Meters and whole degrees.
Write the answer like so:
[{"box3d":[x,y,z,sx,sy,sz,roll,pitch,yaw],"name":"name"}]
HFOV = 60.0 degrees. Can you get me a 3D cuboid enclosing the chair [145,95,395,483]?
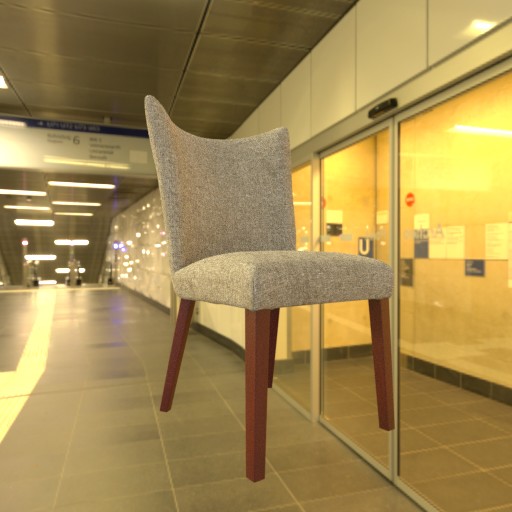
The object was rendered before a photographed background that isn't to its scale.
[{"box3d":[0.000,0.000,1.288,0.535,0.924,0.623,0,0,-37],"name":"chair"}]
